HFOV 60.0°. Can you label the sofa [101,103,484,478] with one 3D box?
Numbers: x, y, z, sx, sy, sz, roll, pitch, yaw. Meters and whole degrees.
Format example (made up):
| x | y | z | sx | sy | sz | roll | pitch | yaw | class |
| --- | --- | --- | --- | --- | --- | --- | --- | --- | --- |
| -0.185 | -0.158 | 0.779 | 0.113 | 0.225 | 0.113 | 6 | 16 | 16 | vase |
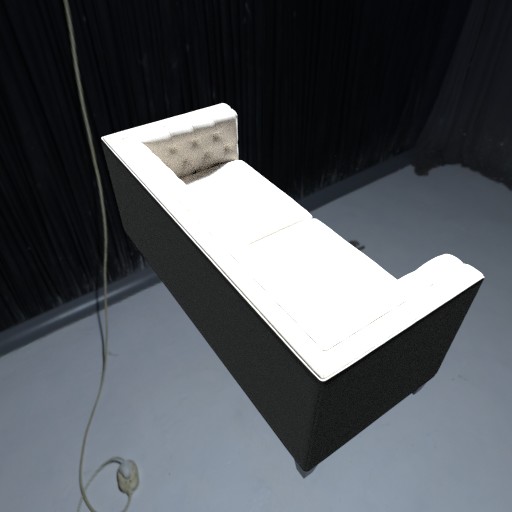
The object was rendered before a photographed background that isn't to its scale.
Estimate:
| x | y | z | sx | sy | sz | roll | pitch | yaw | class |
| --- | --- | --- | --- | --- | --- | --- | --- | --- | --- |
| 0.000 | 0.000 | 2.204 | 0.775 | 0.762 | 1.778 | -25 | 48 | -25 | sofa |
